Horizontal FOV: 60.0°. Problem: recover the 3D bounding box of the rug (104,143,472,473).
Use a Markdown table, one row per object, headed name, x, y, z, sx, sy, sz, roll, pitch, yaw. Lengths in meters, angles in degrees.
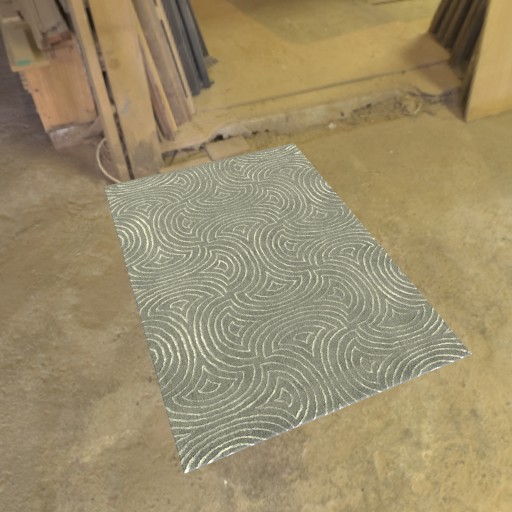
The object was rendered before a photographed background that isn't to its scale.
| name | x | y | z | sx | sy | sz | roll | pitch | yaw |
| --- | --- | --- | --- | --- | --- | --- | --- | --- | --- |
| rug | 0.000 | 0.000 | 2.780 | 1.543 | 0.015 | 2.144 | -16 | 49 | -15 |
